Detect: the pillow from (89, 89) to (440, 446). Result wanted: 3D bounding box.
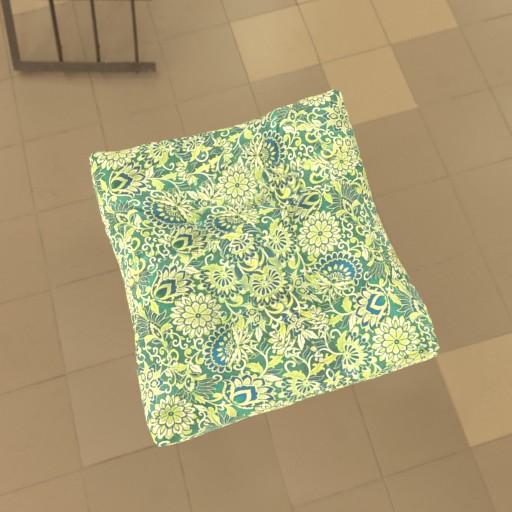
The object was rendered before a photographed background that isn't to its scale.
[{"bbox_3d":[0.000,0.000,0.746,0.468,0.128,0.490,-16,76,-4],"label":"pillow"}]
